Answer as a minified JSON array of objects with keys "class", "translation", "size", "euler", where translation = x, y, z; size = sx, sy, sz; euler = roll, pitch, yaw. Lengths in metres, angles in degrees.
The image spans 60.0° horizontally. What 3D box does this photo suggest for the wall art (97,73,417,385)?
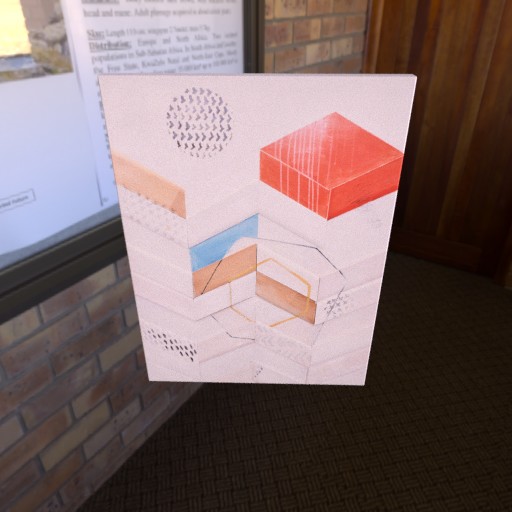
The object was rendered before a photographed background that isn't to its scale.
[{"class":"wall art","translation":[0.000,0.000,1.324],"size":[0.759,1.014,0.045],"euler":[1,30,1]}]
